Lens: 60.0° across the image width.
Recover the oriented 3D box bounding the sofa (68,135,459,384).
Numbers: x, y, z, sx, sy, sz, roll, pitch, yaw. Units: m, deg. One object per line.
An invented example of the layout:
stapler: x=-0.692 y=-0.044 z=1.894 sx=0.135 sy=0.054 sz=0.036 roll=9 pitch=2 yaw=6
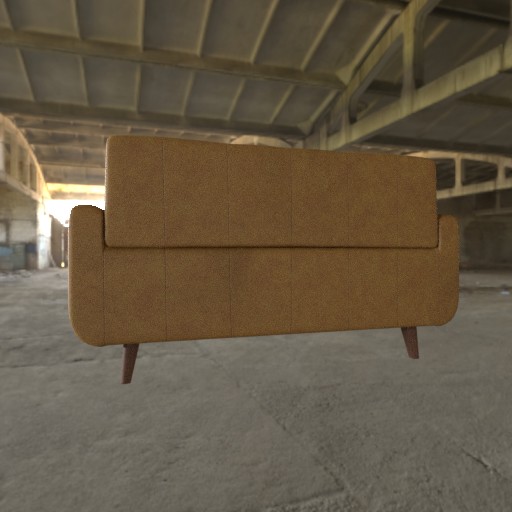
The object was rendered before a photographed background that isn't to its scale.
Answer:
sofa: x=0.000 y=0.000 z=2.214 sx=1.651 sy=0.925 sz=0.952 roll=0 pitch=1 yaw=-17
